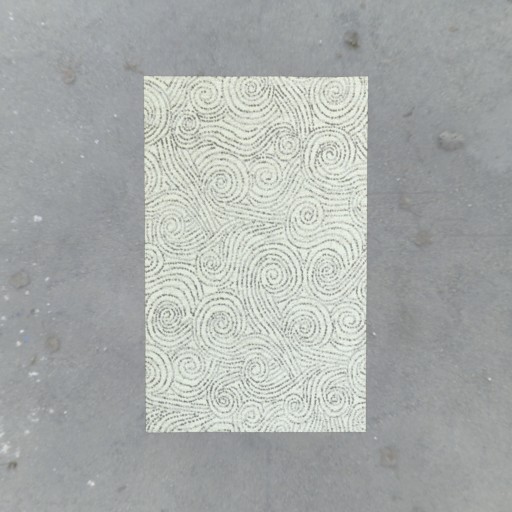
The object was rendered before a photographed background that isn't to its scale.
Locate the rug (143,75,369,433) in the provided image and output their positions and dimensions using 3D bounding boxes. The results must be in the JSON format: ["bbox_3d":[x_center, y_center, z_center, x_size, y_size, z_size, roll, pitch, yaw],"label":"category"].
[{"bbox_3d":[0.000,0.000,3.028,1.524,0.005,2.439,0,91,0],"label":"rug"}]
